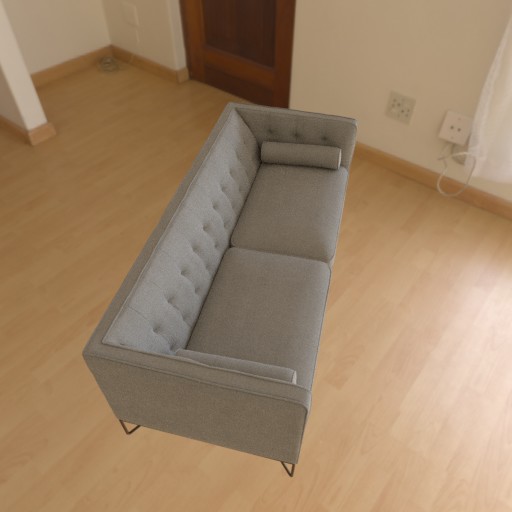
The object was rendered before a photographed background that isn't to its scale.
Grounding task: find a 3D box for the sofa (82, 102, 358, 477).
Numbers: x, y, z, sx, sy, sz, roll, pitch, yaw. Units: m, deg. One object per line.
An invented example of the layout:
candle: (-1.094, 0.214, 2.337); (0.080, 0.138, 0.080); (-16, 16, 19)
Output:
sofa: (0.000, 0.000, 2.603); (0.912, 0.798, 2.079); (10, 48, 9)
